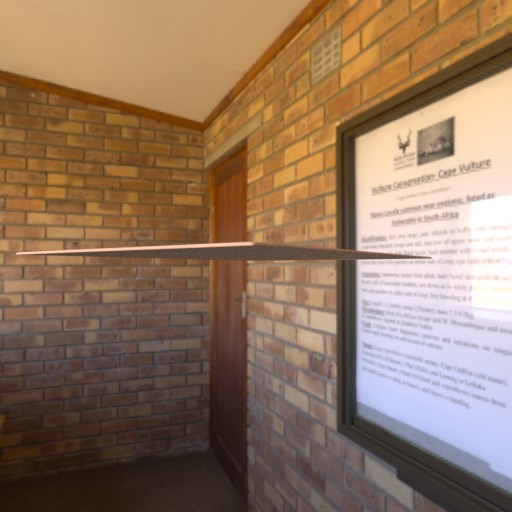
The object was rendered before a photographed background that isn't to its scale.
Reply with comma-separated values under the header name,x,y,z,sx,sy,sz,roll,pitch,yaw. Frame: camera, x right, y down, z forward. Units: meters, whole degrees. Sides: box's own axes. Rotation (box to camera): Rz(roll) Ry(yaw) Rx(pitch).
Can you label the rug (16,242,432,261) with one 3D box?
name,x,y,z,sx,sy,sz,roll,pitch,yaw
rug,0.000,0.000,2.700,1.524,0.013,2.134,-1,-2,36
